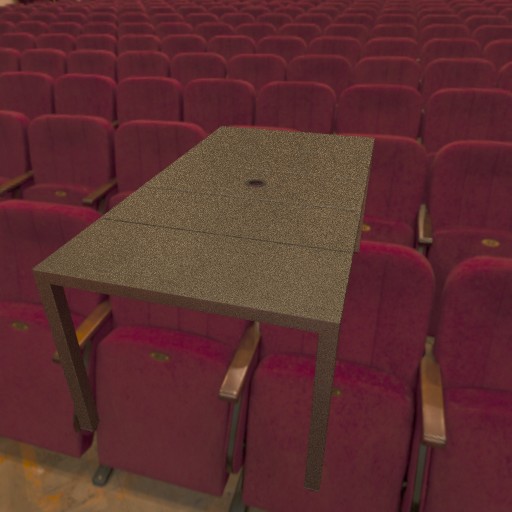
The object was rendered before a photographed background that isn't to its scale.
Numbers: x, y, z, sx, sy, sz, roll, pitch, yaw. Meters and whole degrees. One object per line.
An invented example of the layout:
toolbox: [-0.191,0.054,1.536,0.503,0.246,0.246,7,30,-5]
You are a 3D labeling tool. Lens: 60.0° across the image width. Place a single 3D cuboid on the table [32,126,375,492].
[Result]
table: [0.000,0.000,2.092,0.914,0.735,1.680,8,32,14]
